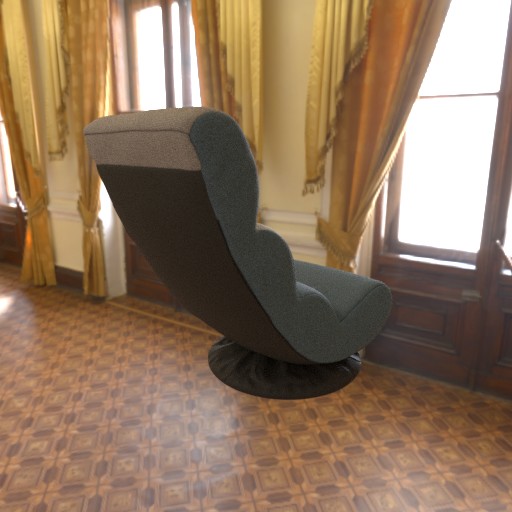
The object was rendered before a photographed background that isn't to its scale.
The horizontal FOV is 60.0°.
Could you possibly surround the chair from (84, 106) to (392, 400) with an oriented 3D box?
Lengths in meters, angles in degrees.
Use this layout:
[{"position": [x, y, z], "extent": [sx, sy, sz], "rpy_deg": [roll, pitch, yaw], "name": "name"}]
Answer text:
[{"position": [0.000, 0.000, 1.071], "extent": [0.661, 0.641, 0.420], "rpy_deg": [-13, 19, -42], "name": "chair"}]
